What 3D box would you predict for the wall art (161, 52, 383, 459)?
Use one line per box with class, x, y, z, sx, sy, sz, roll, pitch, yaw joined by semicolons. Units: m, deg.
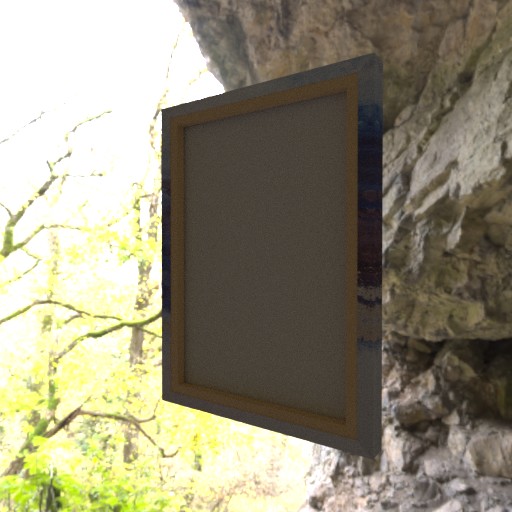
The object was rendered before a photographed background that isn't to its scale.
wall art;0.000;0.000;0.772;0.437;0.581;0.036;1;1;35
